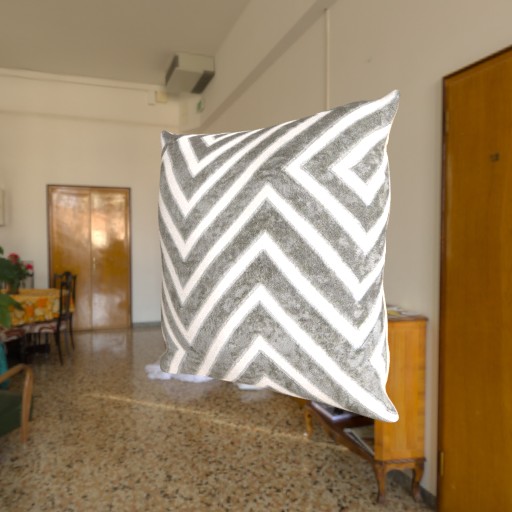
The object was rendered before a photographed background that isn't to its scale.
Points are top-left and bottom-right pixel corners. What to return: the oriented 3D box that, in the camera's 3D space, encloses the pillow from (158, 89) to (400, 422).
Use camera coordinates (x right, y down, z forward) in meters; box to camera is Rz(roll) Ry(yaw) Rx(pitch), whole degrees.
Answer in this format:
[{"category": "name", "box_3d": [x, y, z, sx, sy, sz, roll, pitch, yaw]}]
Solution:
[{"category": "pillow", "box_3d": [0.000, 0.000, 0.686, 0.440, 0.441, 0.182, 2, 3, 35]}]
